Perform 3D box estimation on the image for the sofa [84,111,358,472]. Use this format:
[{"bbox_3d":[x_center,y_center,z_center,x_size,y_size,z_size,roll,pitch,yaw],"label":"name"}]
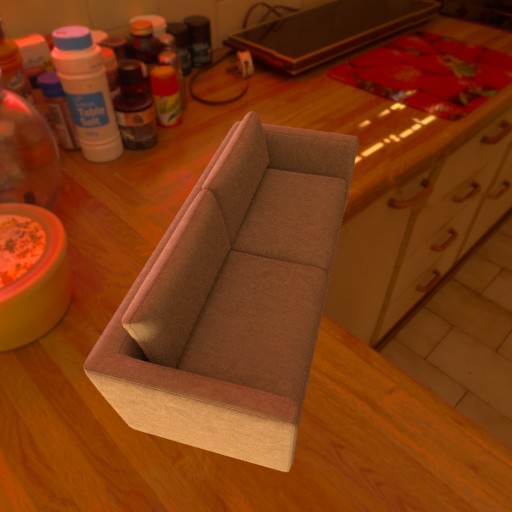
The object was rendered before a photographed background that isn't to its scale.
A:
[{"bbox_3d":[0.000,0.000,2.568,0.889,0.864,2.121,11,46,11],"label":"sofa"}]
